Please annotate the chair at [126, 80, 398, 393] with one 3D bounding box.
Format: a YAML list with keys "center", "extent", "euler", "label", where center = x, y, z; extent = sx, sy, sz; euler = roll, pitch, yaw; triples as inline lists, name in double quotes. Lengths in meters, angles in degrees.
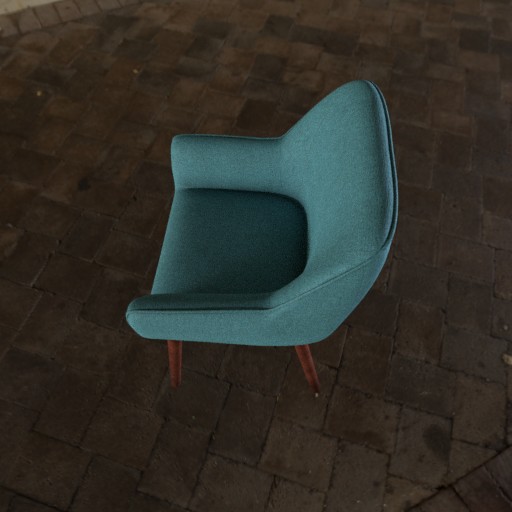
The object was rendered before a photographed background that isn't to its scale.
- center: [0.000, 0.000, 1.169]
  extent: [0.519, 0.803, 0.543]
  euler: [4, 57, 3]
  label: "chair"
